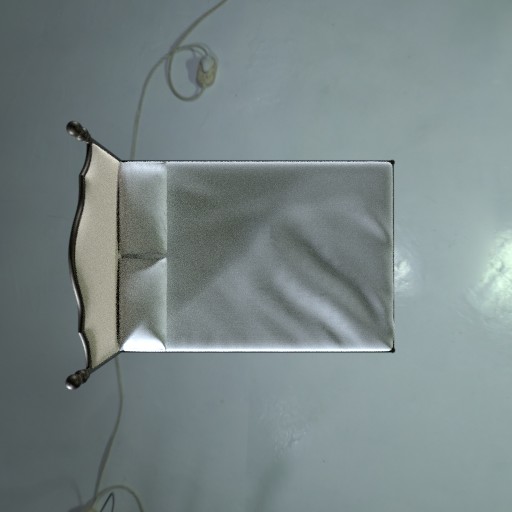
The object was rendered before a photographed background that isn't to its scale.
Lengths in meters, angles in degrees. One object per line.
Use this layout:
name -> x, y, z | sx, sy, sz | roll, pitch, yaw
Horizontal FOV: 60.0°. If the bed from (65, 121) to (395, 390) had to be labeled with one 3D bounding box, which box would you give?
bed -> 0.000, 0.000, 3.212 | 2.170, 1.462, 1.533 | 0, 90, 0
